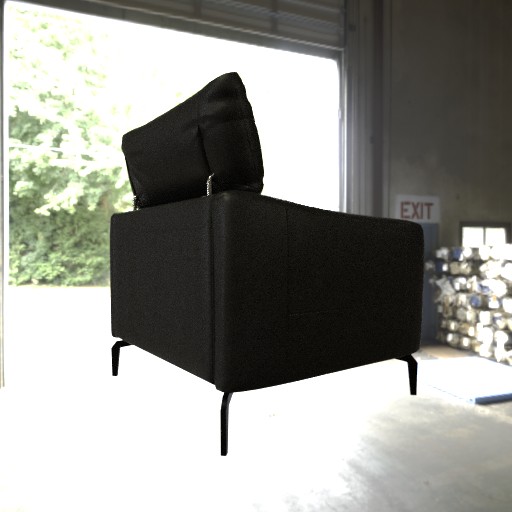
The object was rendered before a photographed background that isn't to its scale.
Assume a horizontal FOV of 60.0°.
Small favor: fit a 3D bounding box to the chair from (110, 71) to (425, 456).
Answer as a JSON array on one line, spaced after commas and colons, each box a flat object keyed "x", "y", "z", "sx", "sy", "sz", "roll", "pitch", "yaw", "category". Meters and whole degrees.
[{"x": 0.000, "y": 0.000, "z": 1.630, "sx": 0.809, "sy": 0.949, "sz": 0.976, "roll": -1, "pitch": 1, "yaw": -36, "category": "chair"}]
